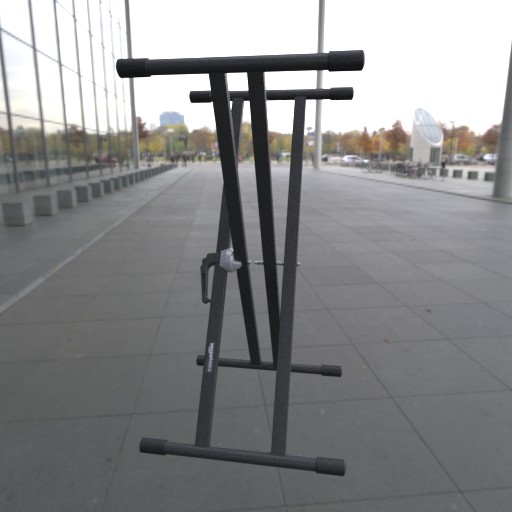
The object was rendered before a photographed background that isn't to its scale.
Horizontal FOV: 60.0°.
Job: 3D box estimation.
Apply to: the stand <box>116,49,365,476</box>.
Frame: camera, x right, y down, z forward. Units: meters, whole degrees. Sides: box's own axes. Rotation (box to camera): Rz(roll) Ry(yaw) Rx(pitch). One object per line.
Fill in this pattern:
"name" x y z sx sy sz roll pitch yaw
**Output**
"stand" 0.000 0.000 1.176 0.495 0.900 0.503 2 13 9
